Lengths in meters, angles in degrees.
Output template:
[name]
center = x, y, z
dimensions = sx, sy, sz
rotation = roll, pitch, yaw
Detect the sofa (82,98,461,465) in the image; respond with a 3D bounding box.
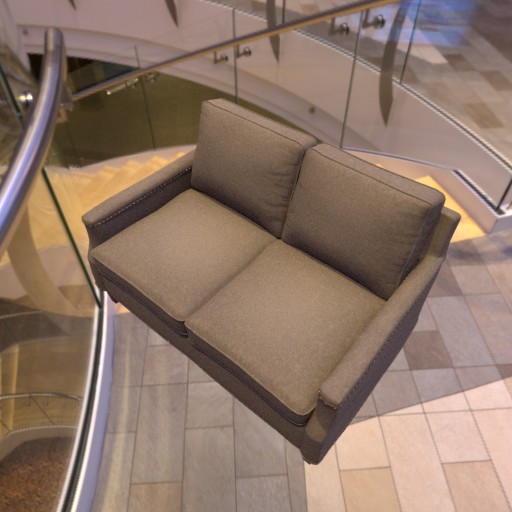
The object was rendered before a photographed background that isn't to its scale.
[sofa]
center = 0.000, 0.000, 2.273
dimensions = 1.597, 1.003, 1.084
rotation = 32, 54, 26
